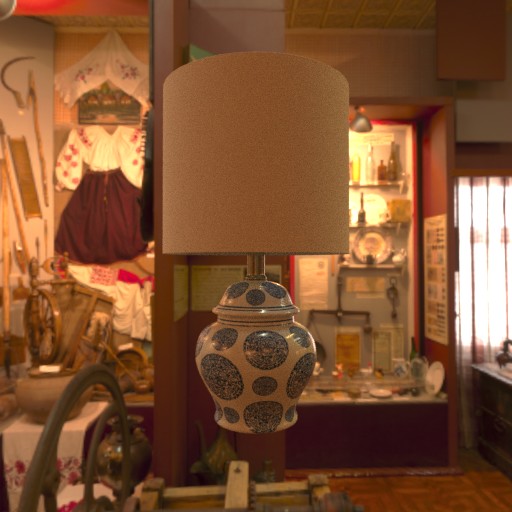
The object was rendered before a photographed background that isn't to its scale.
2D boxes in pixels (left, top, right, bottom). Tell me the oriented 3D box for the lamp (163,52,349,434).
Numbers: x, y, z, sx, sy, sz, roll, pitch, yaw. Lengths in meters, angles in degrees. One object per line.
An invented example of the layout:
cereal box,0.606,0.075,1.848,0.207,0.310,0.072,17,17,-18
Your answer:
lamp,0.000,0.000,0.521,0.215,0.381,0.215,0,-1,0
